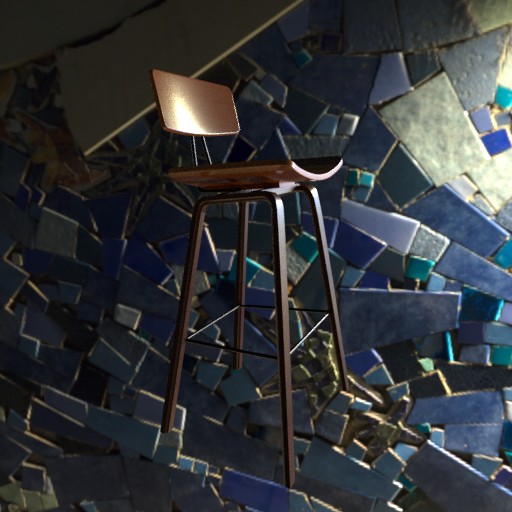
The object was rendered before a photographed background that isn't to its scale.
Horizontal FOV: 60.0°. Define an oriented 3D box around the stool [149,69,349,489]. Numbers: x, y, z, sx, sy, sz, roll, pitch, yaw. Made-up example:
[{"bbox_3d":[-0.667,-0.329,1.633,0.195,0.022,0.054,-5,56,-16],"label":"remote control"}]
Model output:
[{"bbox_3d":[0.000,0.000,1.245,0.440,0.969,0.509,7,15,26],"label":"stool"}]
